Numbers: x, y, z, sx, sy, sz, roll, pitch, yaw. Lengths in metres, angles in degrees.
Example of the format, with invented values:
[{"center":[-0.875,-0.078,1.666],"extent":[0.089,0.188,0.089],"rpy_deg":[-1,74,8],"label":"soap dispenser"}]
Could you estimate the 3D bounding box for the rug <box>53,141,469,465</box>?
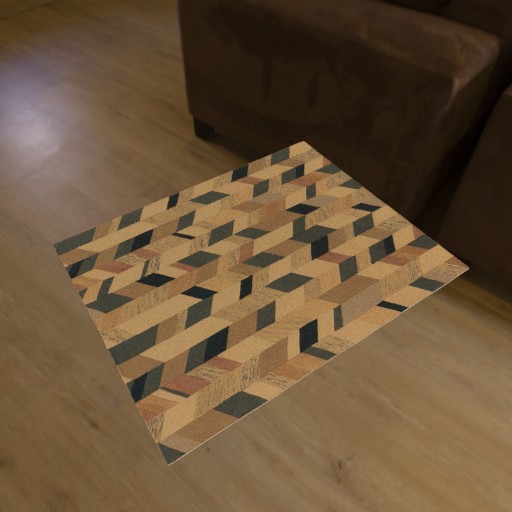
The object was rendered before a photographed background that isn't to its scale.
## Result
[{"center":[0.000,0.000,4.164],"extent":[3.072,0.011,2.451],"rpy_deg":[-27,54,-22],"label":"rug"}]
